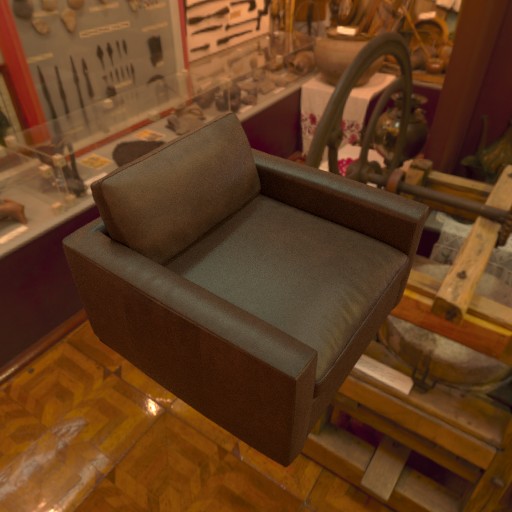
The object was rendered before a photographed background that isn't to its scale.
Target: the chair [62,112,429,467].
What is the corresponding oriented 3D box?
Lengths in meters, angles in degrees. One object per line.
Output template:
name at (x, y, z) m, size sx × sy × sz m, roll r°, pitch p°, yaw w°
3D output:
chair at (0.000, 0.000, 1.840) m, size 1.069 × 0.812 × 1.100 m, roll 25°, pitch 45°, yaw 27°
